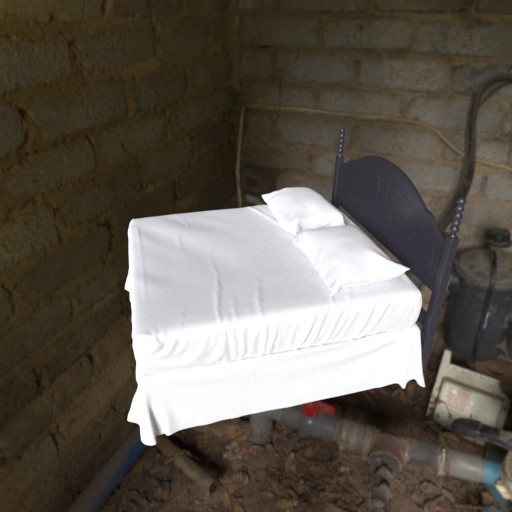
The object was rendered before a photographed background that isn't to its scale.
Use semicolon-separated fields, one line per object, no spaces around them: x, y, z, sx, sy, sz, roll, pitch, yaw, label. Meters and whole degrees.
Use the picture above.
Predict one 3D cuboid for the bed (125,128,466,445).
0.000;0.000;3.261;2.040;1.356;1.873;-8;31;-13;bed
